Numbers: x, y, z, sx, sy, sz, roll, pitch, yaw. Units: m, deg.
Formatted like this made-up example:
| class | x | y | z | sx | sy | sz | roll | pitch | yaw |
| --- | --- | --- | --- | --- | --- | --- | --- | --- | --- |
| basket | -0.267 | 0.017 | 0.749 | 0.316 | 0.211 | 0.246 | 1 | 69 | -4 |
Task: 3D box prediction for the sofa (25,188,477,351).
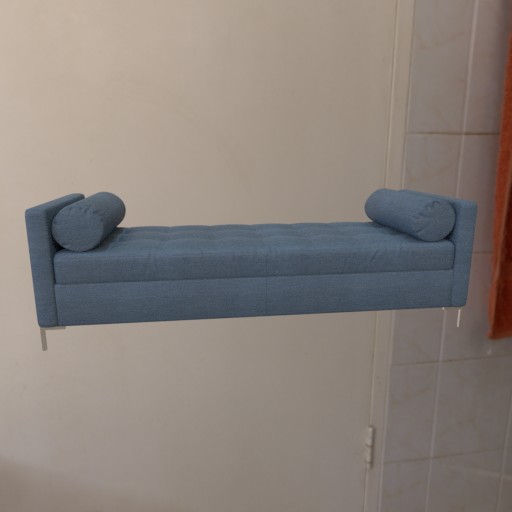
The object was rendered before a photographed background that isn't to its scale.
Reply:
| class | x | y | z | sx | sy | sz | roll | pitch | yaw |
| --- | --- | --- | --- | --- | --- | --- | --- | --- | --- |
| sofa | 0.000 | 0.000 | 2.305 | 1.981 | 0.635 | 0.686 | -2 | 13 | -8 |
